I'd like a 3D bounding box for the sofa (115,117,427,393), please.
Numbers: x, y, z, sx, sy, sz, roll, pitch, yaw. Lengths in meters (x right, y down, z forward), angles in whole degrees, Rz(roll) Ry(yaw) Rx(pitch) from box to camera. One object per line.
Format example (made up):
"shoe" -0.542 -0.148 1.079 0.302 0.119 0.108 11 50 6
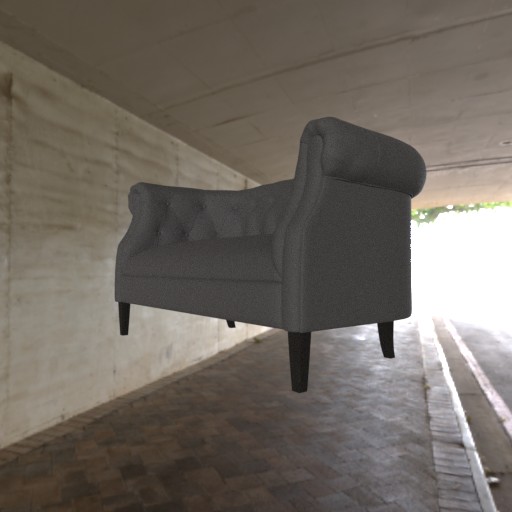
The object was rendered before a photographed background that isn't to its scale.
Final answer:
"sofa" 0.000 0.000 2.061 0.835 0.827 1.558 1 -2 -38
